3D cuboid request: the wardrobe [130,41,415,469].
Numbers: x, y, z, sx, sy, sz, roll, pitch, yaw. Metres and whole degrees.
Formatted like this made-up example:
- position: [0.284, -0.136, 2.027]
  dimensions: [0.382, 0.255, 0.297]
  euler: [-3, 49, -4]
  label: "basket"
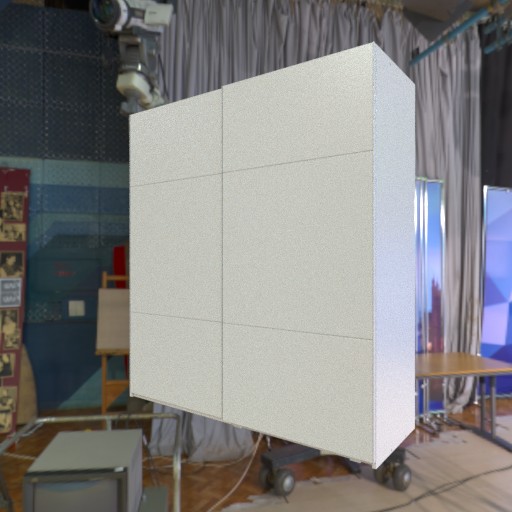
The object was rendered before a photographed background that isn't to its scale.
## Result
- position: [0.000, 0.000, 2.789]
  dimensions: [1.780, 1.960, 0.629]
  euler: [0, 0, 36]
  label: "wardrobe"
